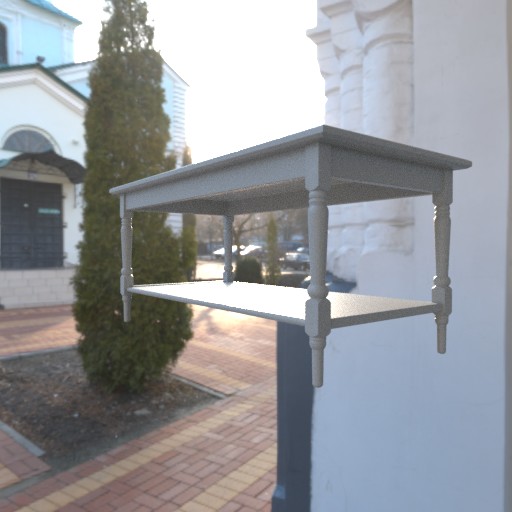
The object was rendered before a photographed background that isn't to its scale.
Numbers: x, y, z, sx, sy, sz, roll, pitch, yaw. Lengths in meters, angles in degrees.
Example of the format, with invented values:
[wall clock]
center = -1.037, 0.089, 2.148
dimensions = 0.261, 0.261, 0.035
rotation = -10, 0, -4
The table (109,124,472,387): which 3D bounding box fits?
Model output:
[table]
center = 0.000, 0.000, 1.416
dimensions = 0.551, 0.506, 1.109
rotation = -1, 1, -38
